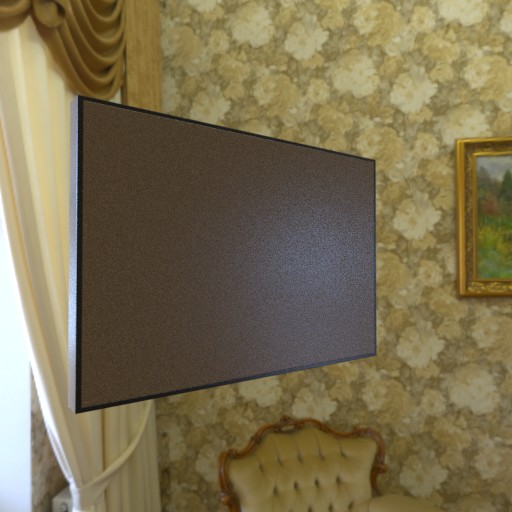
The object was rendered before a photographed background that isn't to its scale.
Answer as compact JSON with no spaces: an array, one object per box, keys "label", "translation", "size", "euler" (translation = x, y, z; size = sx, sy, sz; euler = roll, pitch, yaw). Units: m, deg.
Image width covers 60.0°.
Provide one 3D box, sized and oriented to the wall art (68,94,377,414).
[{"label":"wall art","translation":[0.000,0.000,1.190],"size":[0.939,0.640,0.058],"euler":[1,-1,-37]}]
